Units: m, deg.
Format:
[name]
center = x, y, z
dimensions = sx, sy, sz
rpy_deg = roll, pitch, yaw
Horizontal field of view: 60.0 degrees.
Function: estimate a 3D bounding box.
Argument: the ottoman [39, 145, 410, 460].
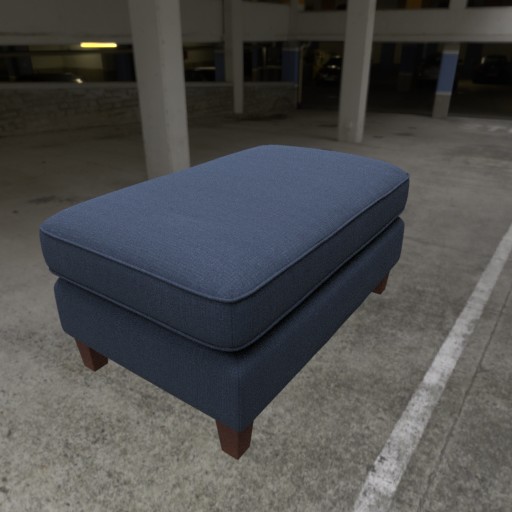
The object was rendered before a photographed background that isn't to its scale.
[ottoman]
center = 0.000, 0.000, 1.190
dimensions = 0.570, 0.438, 0.885
rpy_deg = 17, 31, 31
